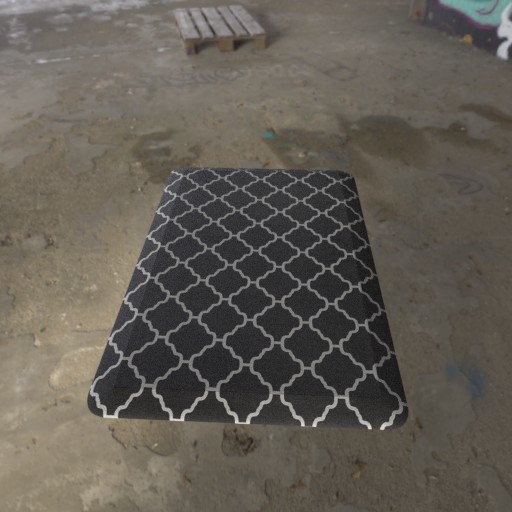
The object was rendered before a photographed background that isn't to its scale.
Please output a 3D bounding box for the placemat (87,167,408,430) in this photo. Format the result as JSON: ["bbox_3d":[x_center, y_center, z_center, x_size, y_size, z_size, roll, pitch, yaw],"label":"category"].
[{"bbox_3d":[0.000,0.000,0.956,0.508,0.021,0.762,2,41,2],"label":"placemat"}]
